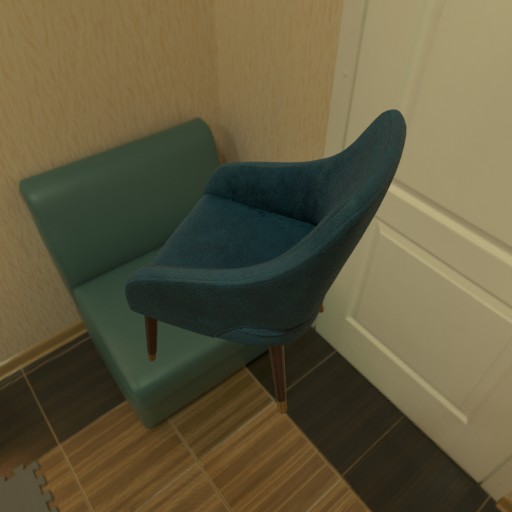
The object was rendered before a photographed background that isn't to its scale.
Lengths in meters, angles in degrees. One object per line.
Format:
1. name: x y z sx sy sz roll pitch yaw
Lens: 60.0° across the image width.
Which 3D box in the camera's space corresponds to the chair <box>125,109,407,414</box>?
1. chair: 0.000 0.000 1.602 0.794 1.081 0.683 16 49 15
